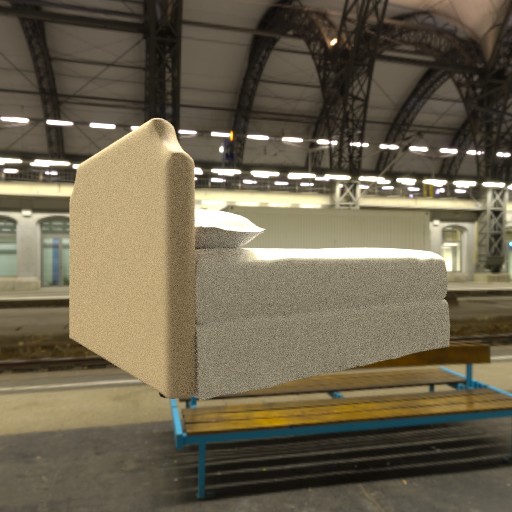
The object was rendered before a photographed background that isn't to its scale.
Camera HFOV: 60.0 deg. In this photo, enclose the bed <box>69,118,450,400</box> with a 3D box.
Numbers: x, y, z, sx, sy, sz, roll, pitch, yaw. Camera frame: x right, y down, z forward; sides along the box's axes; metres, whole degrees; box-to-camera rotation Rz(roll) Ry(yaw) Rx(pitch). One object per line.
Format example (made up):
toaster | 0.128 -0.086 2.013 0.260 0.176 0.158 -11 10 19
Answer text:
bed | 0.000 0.000 3.774 2.548 1.524 2.134 0 0 -36
